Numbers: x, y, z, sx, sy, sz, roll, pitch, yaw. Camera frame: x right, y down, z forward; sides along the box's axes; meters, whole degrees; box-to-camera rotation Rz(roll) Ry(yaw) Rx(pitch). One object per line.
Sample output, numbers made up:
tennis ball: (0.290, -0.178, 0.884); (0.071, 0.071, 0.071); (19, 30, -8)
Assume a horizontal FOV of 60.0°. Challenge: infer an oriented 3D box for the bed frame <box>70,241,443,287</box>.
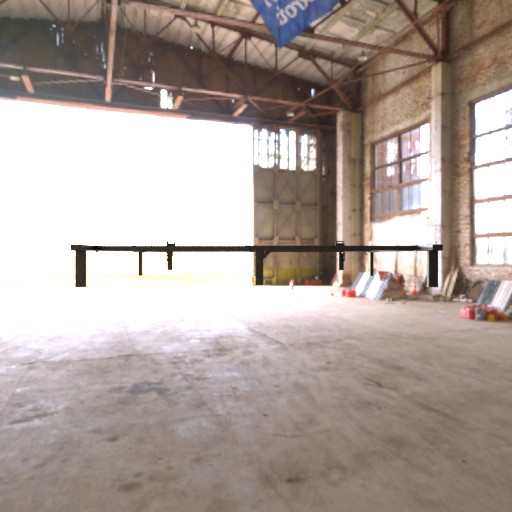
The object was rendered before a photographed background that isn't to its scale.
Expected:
bed frame: (0.000, 0.000, 2.759); (1.498, 0.248, 1.990); (0, 0, 0)
